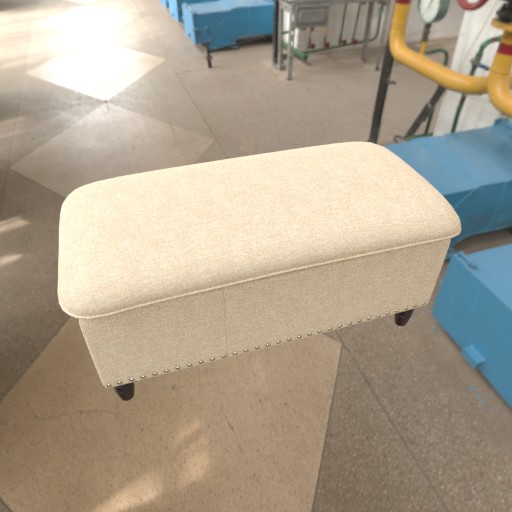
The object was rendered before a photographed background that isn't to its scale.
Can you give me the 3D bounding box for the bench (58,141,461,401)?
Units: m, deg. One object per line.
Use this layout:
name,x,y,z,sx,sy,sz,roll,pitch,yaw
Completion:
bench,0.000,0.000,1.268,0.991,0.483,0.483,-12,42,-14
